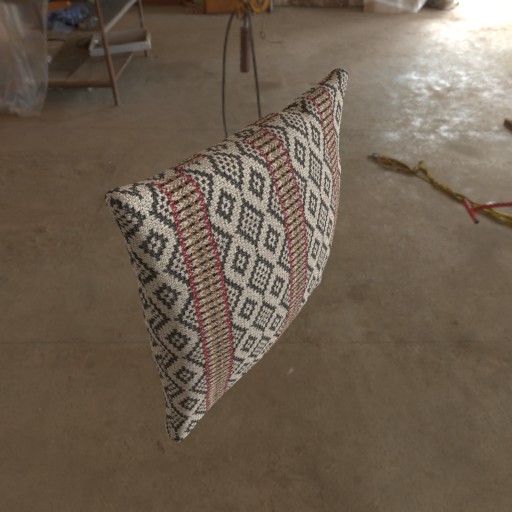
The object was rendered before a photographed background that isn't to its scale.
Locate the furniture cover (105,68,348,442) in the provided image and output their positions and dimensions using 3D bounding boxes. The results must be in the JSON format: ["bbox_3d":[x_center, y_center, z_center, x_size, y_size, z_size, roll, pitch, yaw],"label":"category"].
[{"bbox_3d":[0.000,0.000,0.765,0.182,0.506,0.503,26,47,27],"label":"furniture cover"}]
